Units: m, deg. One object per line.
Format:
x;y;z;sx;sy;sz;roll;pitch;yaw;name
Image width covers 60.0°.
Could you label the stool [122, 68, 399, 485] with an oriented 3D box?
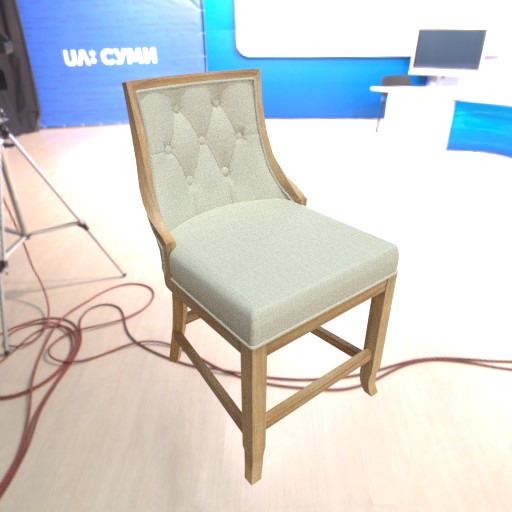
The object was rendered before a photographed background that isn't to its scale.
0.000;0.000;1.293;0.524;0.938;0.626;-21;36;-33;stool
